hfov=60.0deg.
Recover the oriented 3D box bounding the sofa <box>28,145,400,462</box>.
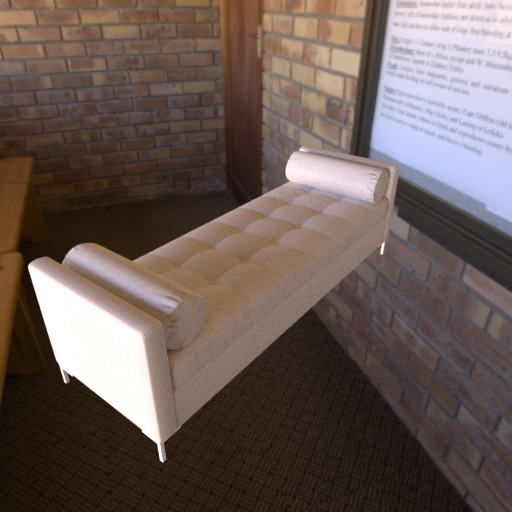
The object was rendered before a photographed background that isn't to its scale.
[{"bbox_3d":[0.000,0.000,2.331,0.686,0.635,1.981,21,36,32],"label":"sofa"}]
